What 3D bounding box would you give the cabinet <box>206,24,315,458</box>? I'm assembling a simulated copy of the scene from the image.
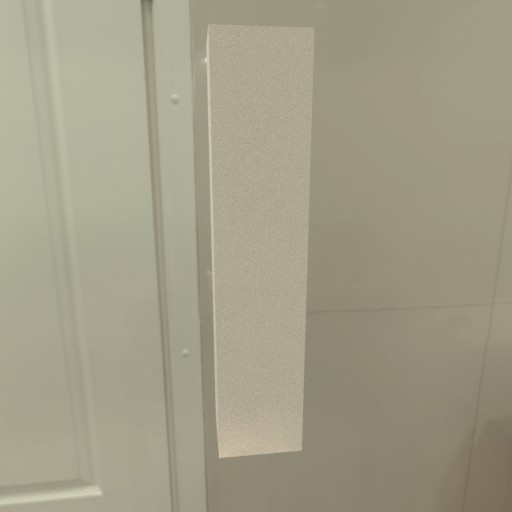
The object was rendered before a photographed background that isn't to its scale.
[{"bbox_3d":[0.000,0.000,1.546,0.300,1.400,0.270,-2,15,-7],"label":"cabinet"}]
